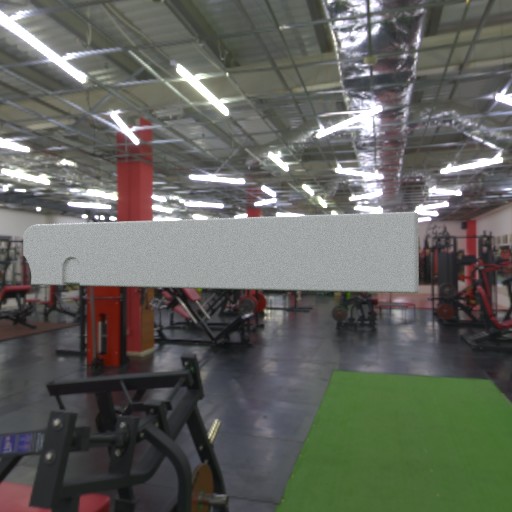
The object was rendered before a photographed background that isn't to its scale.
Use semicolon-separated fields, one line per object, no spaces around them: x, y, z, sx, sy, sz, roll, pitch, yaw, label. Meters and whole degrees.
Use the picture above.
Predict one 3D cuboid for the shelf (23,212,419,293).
0.000;0.000;0.465;0.310;0.050;0.310;0;-1;18;shelf
